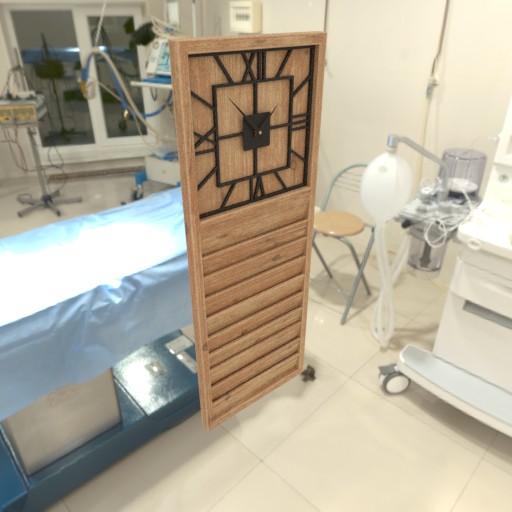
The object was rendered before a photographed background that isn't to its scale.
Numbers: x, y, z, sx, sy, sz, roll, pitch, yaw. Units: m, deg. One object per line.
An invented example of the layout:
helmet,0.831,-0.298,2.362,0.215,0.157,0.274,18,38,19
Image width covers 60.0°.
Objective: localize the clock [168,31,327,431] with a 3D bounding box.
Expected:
clock,0.000,0.000,1.079,0.361,0.965,0.030,-22,36,-33
